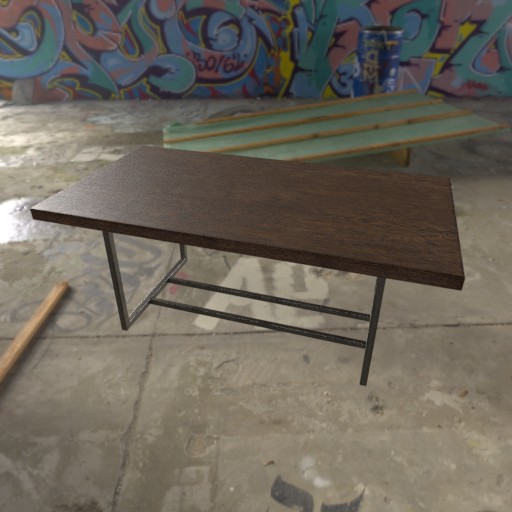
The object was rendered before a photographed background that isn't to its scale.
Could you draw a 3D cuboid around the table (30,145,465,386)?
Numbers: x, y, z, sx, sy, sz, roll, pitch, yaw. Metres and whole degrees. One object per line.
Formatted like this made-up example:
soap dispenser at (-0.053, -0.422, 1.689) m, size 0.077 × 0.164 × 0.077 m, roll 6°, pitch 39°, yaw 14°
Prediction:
table at (0.000, 0.000, 2.556) m, size 1.989 × 0.795 × 1.078 m, roll 9°, pitch 32°, yaw 15°
